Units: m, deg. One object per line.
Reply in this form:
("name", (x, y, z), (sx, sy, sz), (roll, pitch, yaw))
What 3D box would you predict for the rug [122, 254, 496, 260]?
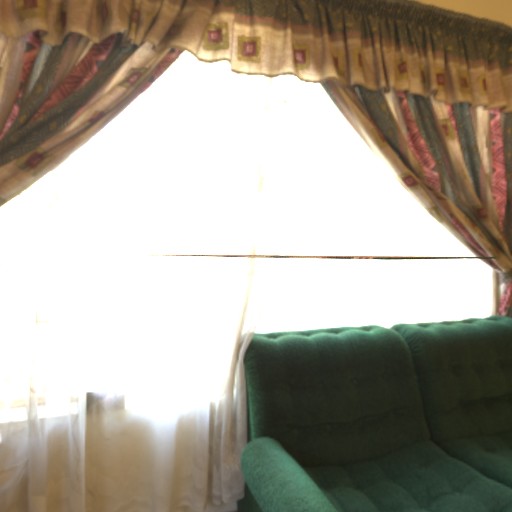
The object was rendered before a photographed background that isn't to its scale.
("rug", (0.000, 0.000, 2.657), (0.760, 0.009, 2.440), (0, 1, -37))
